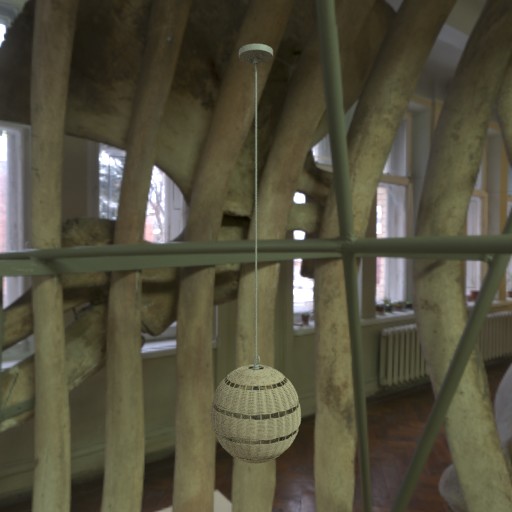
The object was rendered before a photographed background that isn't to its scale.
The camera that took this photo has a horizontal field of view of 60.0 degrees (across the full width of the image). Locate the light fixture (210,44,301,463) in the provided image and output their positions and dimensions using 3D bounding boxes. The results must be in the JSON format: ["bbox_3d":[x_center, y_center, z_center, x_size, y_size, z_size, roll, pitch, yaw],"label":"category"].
[{"bbox_3d":[0.000,0.000,2.210,0.457,2.019,0.457,-1,2,-36],"label":"light fixture"}]
